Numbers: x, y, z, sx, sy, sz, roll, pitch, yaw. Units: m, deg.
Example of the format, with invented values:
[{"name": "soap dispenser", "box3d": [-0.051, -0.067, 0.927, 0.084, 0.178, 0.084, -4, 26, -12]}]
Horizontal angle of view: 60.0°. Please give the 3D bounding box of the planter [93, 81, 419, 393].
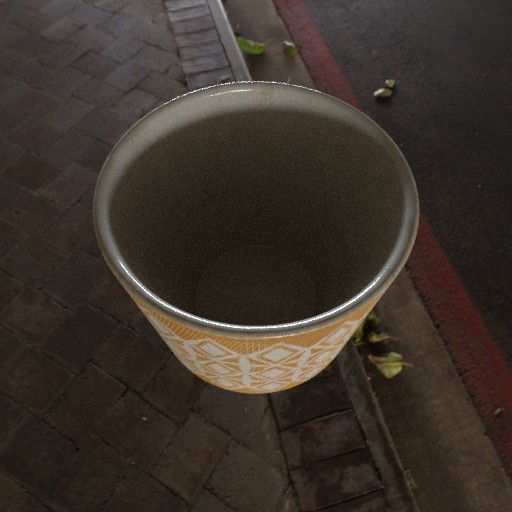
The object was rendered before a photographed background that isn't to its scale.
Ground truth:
[{"name": "planter", "box3d": [0.000, 0.000, 0.336, 0.193, 0.165, 0.193, 0, 59, 0]}]
